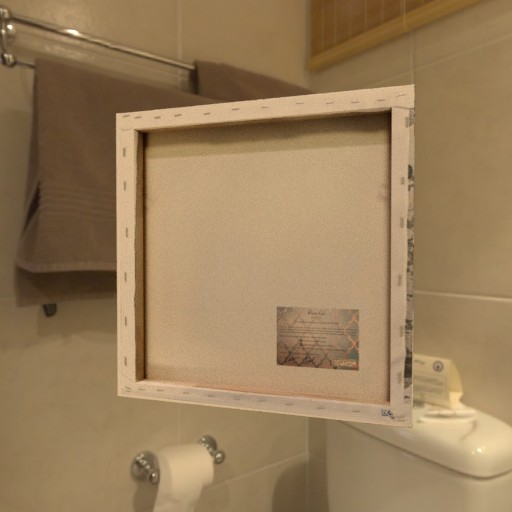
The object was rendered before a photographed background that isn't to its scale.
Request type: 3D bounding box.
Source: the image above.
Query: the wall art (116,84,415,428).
[{"bbox_3d":[0.000,0.000,0.453,0.302,0.306,0.038,0,1,16],"label":"wall art"}]
